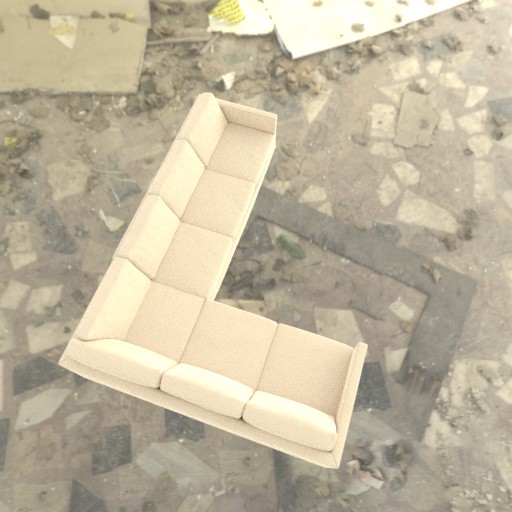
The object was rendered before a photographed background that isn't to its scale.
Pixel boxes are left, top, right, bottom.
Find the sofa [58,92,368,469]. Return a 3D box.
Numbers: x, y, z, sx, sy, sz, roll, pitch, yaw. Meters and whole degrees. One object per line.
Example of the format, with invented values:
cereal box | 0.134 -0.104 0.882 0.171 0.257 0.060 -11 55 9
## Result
sofa | 0.000 0.000 4.367 2.432 0.863 3.182 17 66 8
